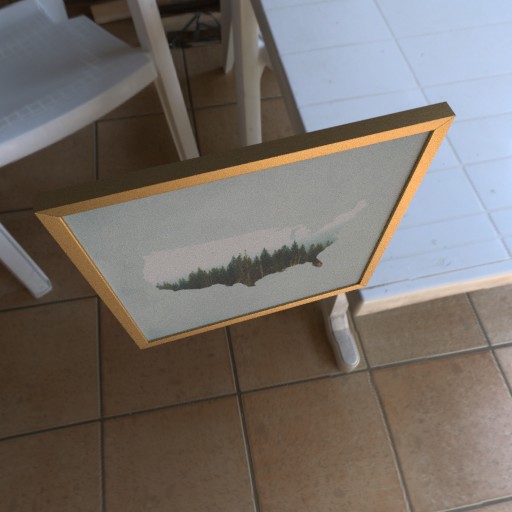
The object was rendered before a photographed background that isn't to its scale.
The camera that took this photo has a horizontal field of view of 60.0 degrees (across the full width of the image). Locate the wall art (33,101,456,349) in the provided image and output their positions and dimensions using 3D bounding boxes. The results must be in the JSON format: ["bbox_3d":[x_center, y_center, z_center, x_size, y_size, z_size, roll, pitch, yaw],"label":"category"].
[{"bbox_3d":[0.000,0.000,1.113,0.762,0.762,0.038,-15,63,-8],"label":"wall art"}]
